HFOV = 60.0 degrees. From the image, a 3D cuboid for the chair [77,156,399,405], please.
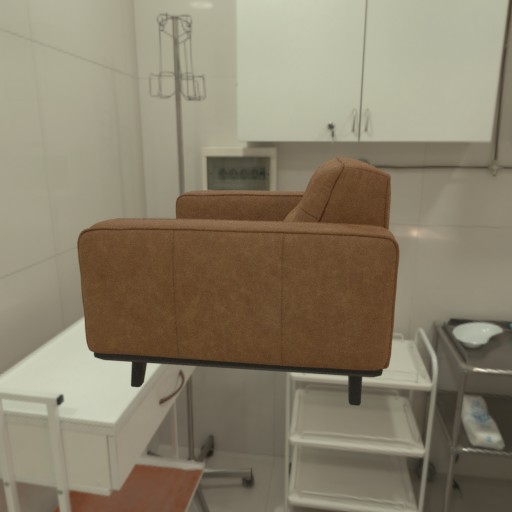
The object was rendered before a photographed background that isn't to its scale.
[{"bbox_3d":[0.000,0.000,1.806,0.952,0.782,1.118,2,14,8],"label":"chair"}]
